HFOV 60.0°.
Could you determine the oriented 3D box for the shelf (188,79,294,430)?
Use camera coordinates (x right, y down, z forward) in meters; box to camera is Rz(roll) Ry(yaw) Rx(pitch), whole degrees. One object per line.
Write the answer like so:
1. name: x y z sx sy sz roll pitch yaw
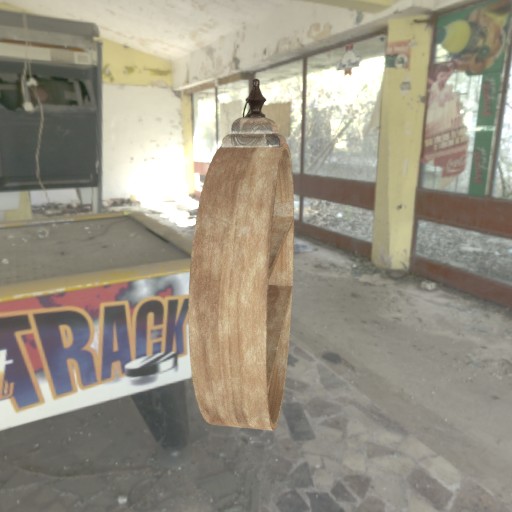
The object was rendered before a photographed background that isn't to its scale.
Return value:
1. shelf: 0.000 0.000 0.969 0.125 0.725 0.601 2 15 8
